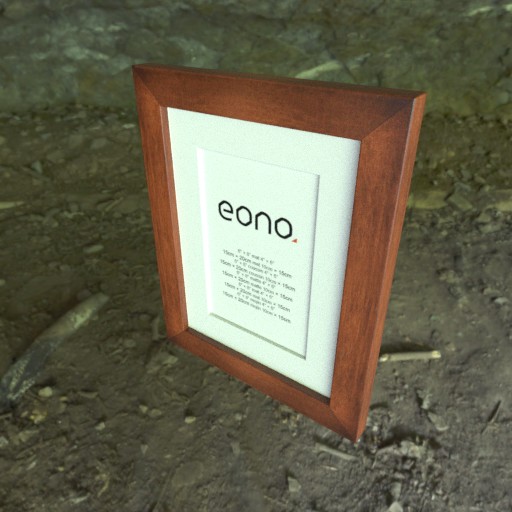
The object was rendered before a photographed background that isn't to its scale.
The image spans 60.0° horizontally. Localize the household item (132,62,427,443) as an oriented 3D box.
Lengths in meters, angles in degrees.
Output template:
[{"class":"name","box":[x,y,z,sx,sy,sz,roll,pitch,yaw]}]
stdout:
[{"class":"household item","box":[0.000,0.000,0.329,0.200,0.250,0.020,20,36,30]}]
